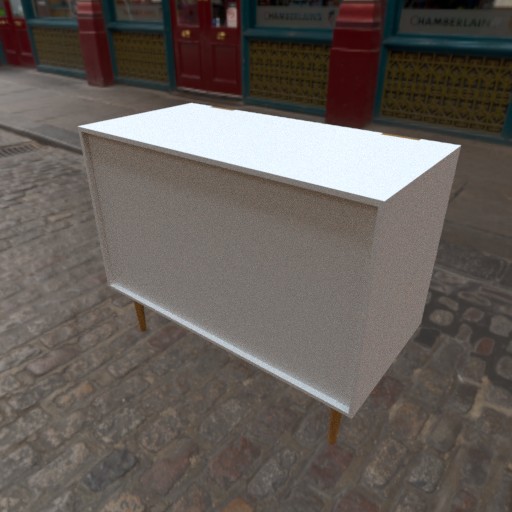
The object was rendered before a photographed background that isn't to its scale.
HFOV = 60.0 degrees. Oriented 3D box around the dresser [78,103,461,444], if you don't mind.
[{"bbox_3d":[0.000,0.000,1.328,0.905,0.721,0.457,21,35,32],"label":"dresser"}]
